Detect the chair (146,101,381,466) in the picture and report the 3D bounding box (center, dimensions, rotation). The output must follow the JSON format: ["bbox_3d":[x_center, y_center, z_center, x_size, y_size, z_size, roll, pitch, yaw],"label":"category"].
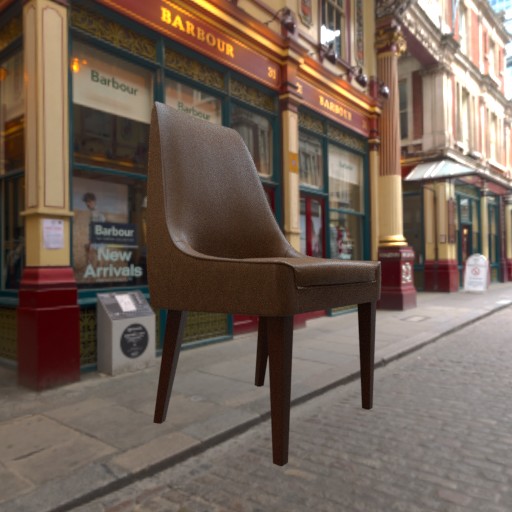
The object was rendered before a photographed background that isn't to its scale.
[{"bbox_3d":[0.000,0.000,1.219,0.544,0.861,0.529,-1,-1,37],"label":"chair"}]
